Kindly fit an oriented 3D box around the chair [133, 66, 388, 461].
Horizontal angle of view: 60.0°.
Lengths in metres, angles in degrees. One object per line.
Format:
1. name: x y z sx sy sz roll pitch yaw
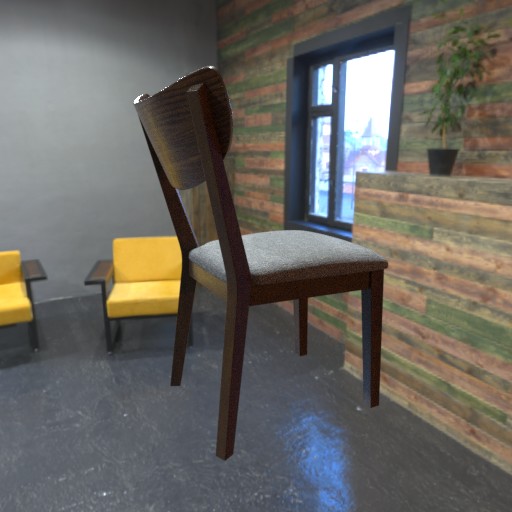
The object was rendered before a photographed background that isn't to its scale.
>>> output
1. chair: 0.000 0.000 1.192 0.583 0.849 0.491 -7 15 -27
